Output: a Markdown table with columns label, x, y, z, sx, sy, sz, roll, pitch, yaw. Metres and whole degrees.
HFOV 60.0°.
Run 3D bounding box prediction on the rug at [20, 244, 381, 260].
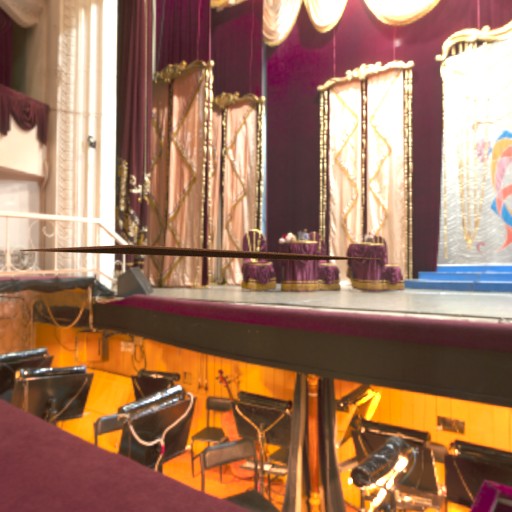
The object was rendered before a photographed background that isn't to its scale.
| label | x | y | z | sx | sy | sz | roll | pitch | yaw |
| --- | --- | --- | --- | --- | --- | --- | --- | --- | --- |
| rug | 0.000 | 0.000 | 2.638 | 0.688 | 0.005 | 2.437 | -1 | -2 | 35 |
